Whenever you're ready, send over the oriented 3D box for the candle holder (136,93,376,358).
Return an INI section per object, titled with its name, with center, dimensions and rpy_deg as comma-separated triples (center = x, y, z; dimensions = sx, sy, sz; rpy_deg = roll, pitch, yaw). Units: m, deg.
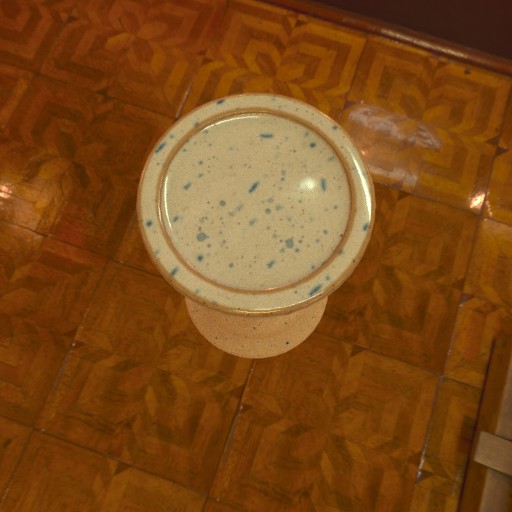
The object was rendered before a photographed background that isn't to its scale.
[candle holder]
center = 0.000, 0.000, 0.287
dimensions = 0.123, 0.202, 0.123
rpy_deg = 0, 75, 0
